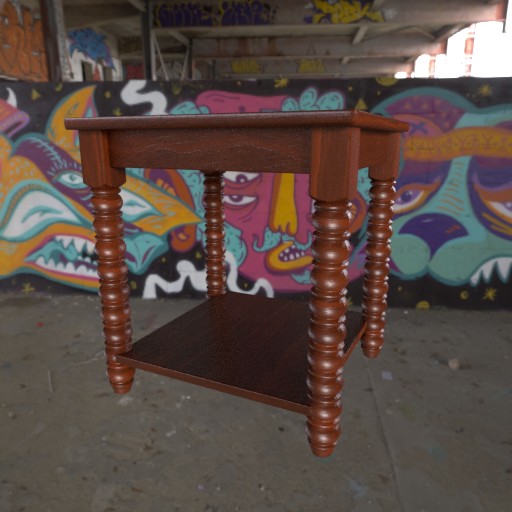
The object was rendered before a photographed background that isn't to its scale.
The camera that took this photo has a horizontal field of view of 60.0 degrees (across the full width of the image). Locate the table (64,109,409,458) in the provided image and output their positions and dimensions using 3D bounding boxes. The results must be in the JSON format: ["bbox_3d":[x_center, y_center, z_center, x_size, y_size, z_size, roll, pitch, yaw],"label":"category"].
[{"bbox_3d":[0.000,0.000,0.969,0.533,0.567,0.500,7,16,25],"label":"table"}]
